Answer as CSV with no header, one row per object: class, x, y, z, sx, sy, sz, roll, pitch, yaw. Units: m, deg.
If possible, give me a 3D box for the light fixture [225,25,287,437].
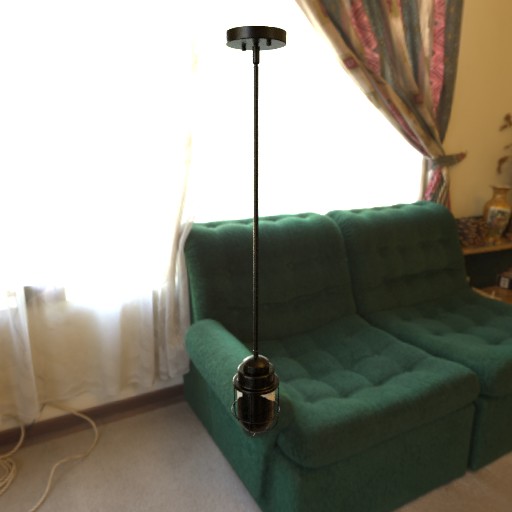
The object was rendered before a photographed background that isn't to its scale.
light fixture,0.000,0.000,1.001,0.123,0.920,0.123,-14,20,-43
